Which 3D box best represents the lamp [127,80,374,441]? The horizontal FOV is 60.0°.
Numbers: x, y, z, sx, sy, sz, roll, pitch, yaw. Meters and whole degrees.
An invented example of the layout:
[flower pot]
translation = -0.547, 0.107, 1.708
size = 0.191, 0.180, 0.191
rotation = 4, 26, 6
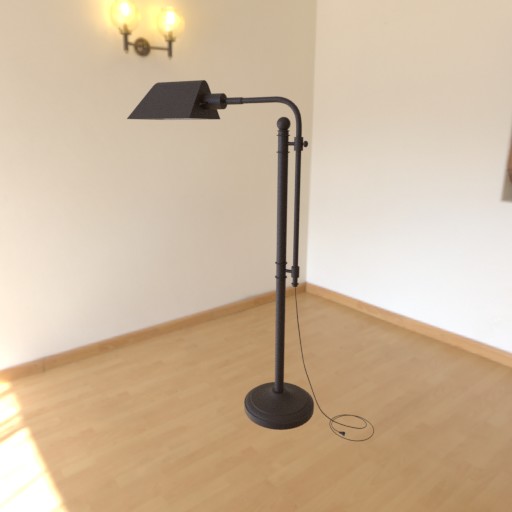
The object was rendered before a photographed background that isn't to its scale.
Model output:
[lamp]
translation = 0.000, 0.000, 0.943
size = 0.545, 0.708, 0.159
rotation = 8, 18, 25
